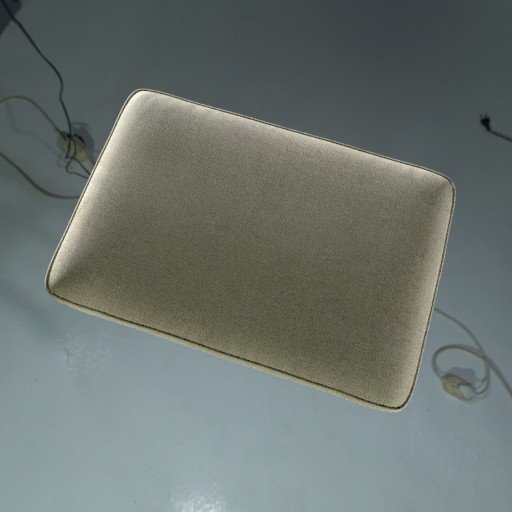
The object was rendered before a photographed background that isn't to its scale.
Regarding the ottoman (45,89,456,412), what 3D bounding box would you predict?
[{"bbox_3d":[0.000,0.000,1.224,0.862,0.484,0.583,17,76,5],"label":"ottoman"}]
